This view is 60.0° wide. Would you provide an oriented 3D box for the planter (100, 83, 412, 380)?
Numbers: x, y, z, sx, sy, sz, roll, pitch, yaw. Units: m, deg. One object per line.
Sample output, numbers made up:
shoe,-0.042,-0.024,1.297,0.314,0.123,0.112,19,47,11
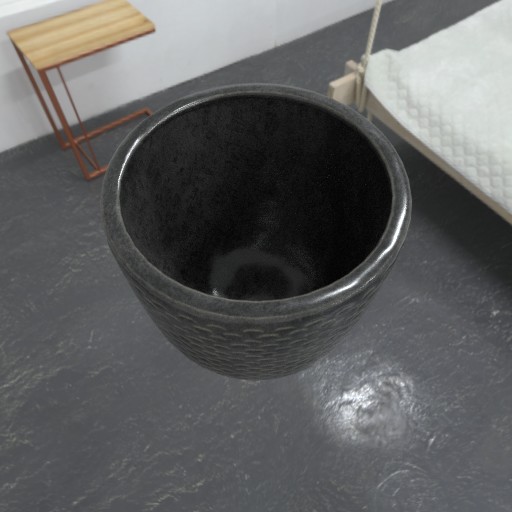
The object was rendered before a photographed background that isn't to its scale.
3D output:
planter,0.000,0.000,0.252,0.140,0.129,0.140,0,58,0
